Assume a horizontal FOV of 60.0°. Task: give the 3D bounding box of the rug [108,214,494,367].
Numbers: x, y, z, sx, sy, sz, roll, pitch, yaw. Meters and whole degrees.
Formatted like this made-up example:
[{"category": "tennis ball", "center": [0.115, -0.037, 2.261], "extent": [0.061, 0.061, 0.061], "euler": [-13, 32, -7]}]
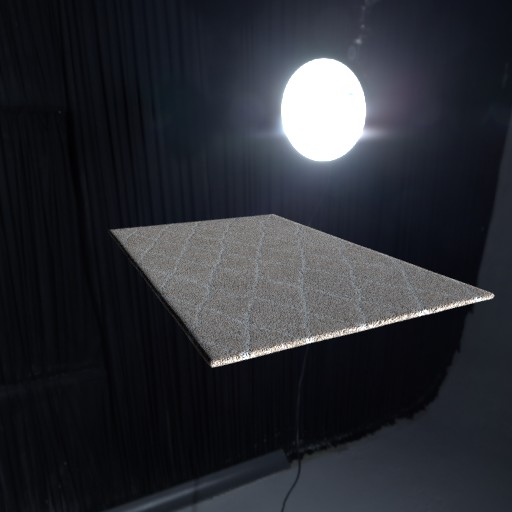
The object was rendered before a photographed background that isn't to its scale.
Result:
[{"category": "rug", "center": [0.000, 0.000, 3.397], "extent": [1.778, 0.030, 2.743], "euler": [-8, 18, -25]}]
